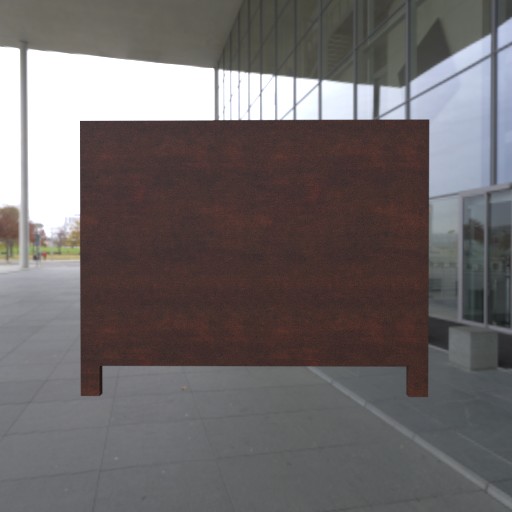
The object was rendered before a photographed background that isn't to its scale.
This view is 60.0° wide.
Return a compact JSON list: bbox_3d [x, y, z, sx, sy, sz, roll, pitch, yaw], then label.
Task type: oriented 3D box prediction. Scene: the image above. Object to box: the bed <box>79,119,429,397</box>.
[{"bbox_3d":[0.000,0.000,3.125,1.600,1.270,2.184,0,1,1],"label":"bed"}]
